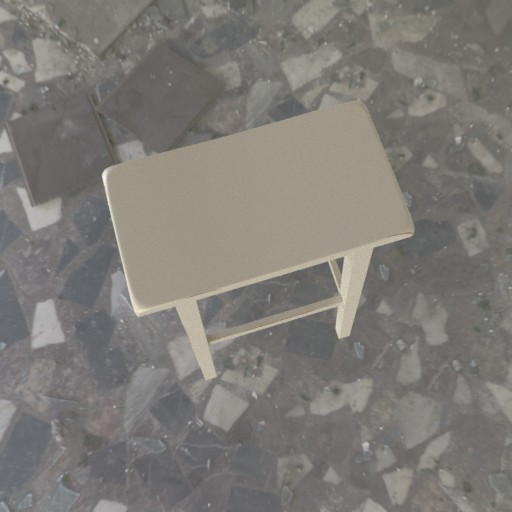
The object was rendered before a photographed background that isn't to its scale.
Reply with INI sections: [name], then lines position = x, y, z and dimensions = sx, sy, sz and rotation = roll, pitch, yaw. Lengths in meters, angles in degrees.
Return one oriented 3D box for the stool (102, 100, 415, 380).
[stool]
position = 0.000, 0.000, 1.045
dimensions = 0.457, 0.737, 0.476
rotation = -16, 77, -4
